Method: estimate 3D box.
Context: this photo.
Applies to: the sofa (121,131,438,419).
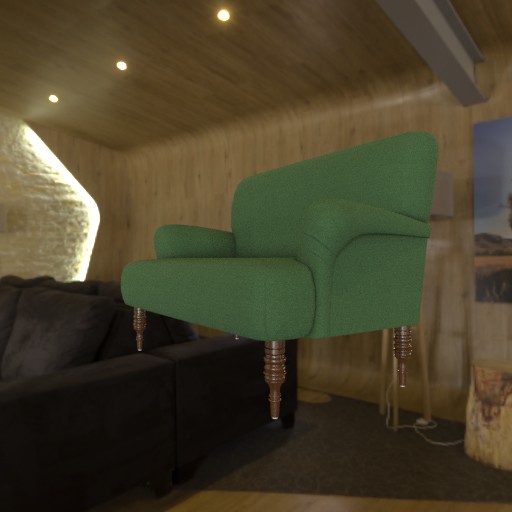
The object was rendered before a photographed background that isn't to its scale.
[{"bbox_3d":[0.000,0.000,1.824,0.779,0.889,1.297,0,0,-34],"label":"sofa"}]
